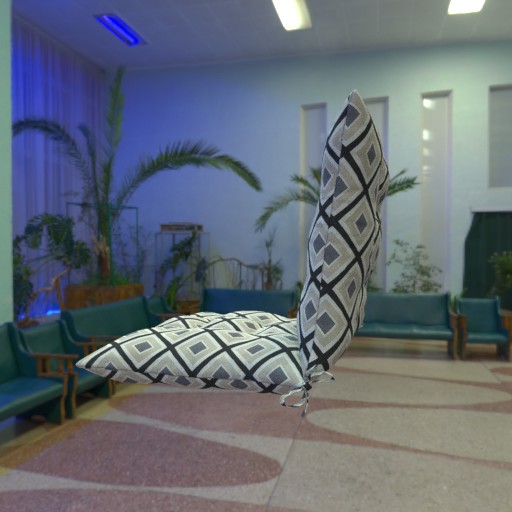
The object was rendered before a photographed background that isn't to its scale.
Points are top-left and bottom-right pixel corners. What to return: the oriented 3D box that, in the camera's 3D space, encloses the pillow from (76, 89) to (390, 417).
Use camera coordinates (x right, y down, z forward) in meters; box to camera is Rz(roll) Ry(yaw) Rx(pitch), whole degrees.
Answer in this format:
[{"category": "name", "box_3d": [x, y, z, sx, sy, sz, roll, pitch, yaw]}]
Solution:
[{"category": "pillow", "box_3d": [0.000, 0.000, 1.016, 0.585, 0.536, 0.541, 0, 1, 18]}]
